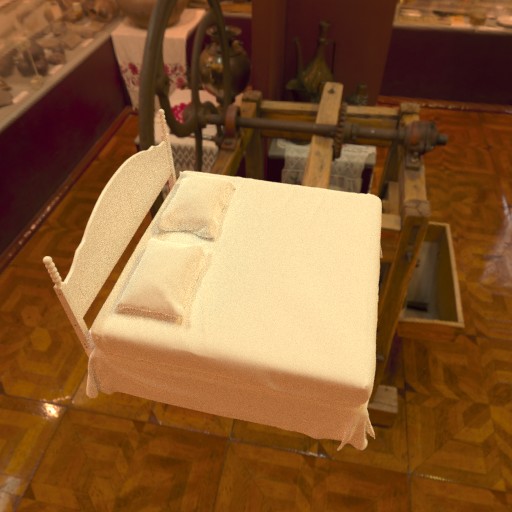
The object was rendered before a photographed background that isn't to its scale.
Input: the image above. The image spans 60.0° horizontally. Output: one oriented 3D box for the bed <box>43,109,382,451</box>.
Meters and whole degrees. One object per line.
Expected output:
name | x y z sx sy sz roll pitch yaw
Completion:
bed | 0.000 0.000 3.594 2.219 1.355 2.322 9 47 9
